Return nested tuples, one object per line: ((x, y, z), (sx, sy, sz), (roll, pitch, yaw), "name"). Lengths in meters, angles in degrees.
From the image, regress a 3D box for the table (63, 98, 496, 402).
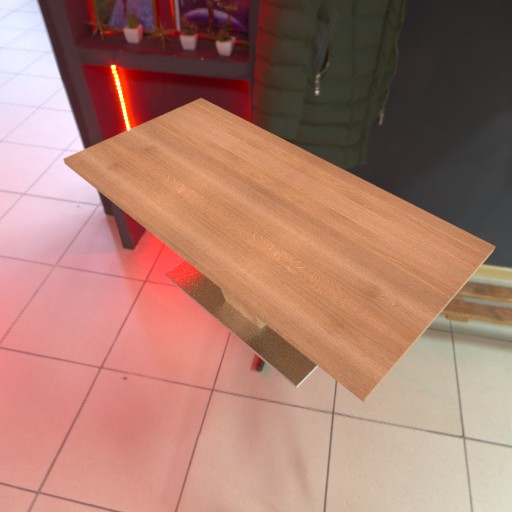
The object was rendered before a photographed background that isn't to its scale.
((0.000, 0.000, 2.255), (1.800, 0.750, 0.900), (35, 55, 29), "table")
